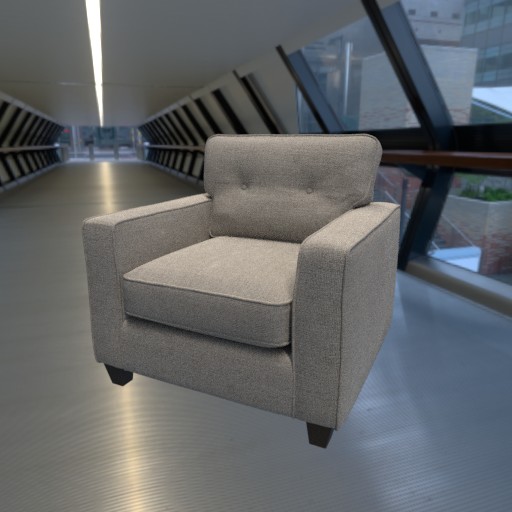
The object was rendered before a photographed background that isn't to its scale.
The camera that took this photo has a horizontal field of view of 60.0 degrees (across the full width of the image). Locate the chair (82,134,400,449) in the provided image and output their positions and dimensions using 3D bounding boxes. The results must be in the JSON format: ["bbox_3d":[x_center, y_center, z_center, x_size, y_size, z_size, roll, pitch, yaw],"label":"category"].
[{"bbox_3d":[0.000,0.000,1.816,1.015,0.965,0.939,7,17,25],"label":"chair"}]
